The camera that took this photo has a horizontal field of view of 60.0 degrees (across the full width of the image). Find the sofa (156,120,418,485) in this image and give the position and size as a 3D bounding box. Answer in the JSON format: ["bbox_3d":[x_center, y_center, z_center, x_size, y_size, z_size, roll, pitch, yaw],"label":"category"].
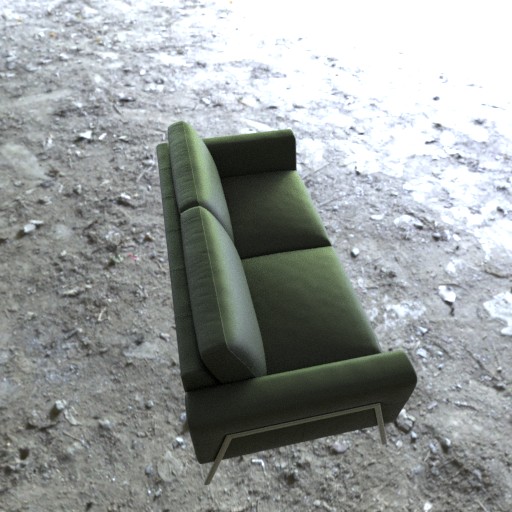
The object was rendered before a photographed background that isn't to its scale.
[{"bbox_3d":[0.000,0.000,2.528,0.953,0.875,2.017,-9,47,-8],"label":"sofa"}]
